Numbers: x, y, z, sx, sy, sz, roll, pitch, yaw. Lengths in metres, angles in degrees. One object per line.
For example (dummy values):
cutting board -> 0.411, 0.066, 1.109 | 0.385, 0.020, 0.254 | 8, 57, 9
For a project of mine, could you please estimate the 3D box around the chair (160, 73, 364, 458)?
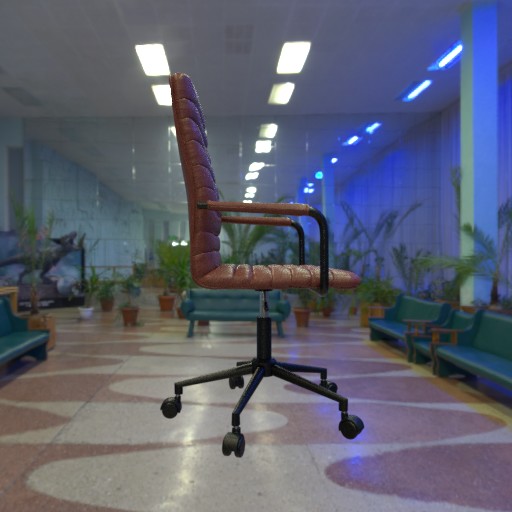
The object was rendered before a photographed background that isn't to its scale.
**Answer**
chair -> 0.000, 0.000, 1.358 | 0.580, 0.979, 0.608 | 0, 0, -1
